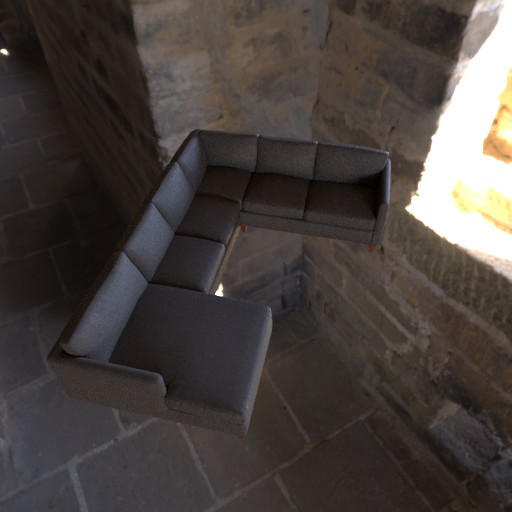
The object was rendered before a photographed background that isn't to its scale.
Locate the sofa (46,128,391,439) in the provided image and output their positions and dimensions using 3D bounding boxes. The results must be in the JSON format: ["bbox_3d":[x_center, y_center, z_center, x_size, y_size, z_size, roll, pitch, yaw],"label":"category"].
[{"bbox_3d":[0.000,0.000,4.552,2.594,0.961,3.460,9,46,9],"label":"sofa"}]
